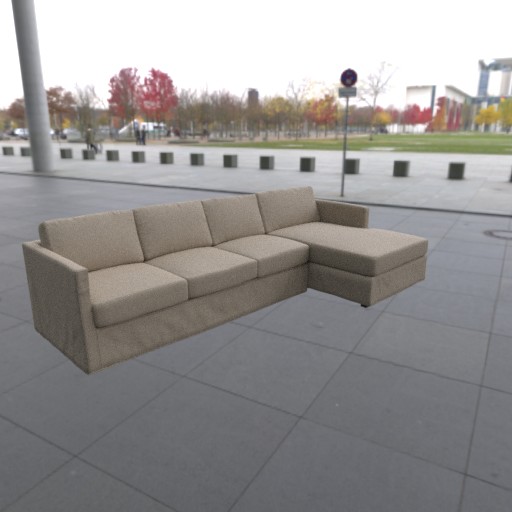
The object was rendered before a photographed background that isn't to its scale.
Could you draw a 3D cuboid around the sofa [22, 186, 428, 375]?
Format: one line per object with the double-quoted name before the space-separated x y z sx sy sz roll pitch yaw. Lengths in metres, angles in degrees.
"sofa" 0.000 0.000 3.780 3.177 0.867 1.622 -15 22 -42
